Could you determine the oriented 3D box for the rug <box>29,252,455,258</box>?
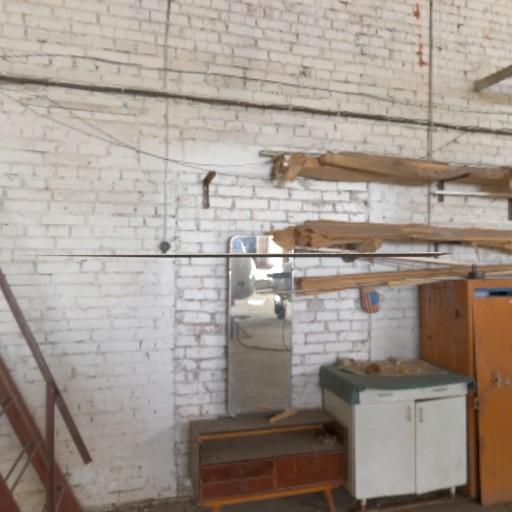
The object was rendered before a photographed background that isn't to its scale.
[{"bbox_3d":[0.000,0.000,2.116,1.634,0.003,1.190,0,-1,19],"label":"rug"}]
